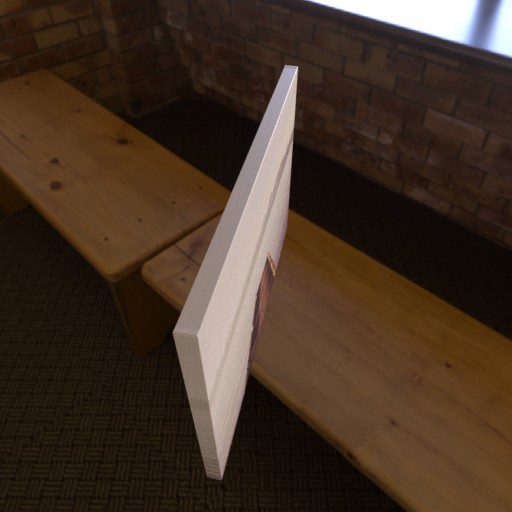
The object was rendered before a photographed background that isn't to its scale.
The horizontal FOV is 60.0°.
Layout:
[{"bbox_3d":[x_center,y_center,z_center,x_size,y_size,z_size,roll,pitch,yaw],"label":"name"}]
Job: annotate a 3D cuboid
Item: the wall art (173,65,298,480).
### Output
[{"bbox_3d":[0.000,0.000,1.150,0.037,0.609,0.916,9,47,9],"label":"wall art"}]
